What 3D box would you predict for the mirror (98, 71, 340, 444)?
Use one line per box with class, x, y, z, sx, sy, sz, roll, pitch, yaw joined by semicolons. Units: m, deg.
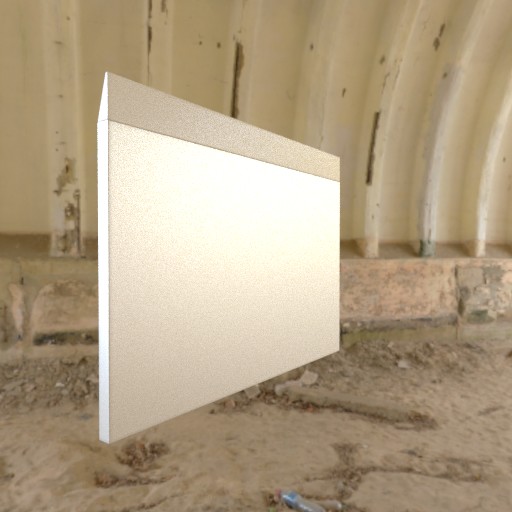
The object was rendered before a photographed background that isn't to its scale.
mirror;0.000;0.000;1.104;0.030;0.630;0.870;1;1;37
